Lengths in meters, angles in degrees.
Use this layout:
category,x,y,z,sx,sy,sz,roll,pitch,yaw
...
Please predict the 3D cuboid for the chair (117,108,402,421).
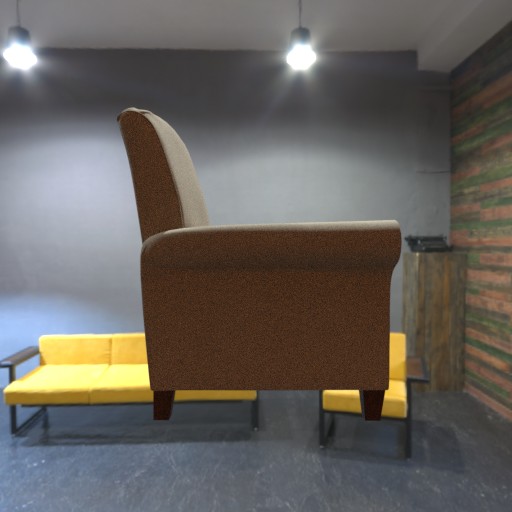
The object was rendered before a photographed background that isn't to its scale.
category,x,y,z,sx,sy,sz,roll,pitch,yaw
chair,0.000,0.000,1.791,0.905,1.061,0.978,0,1,1
